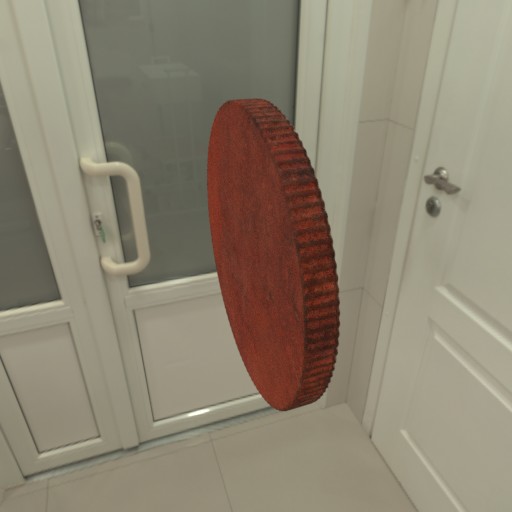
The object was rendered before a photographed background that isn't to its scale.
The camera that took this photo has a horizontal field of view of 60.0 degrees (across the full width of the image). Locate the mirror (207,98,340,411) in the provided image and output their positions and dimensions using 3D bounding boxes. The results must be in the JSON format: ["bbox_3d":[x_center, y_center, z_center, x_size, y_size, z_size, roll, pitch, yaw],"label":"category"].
[{"bbox_3d":[0.000,0.000,0.910,0.056,0.609,0.609,-10,32,-16],"label":"mirror"}]
